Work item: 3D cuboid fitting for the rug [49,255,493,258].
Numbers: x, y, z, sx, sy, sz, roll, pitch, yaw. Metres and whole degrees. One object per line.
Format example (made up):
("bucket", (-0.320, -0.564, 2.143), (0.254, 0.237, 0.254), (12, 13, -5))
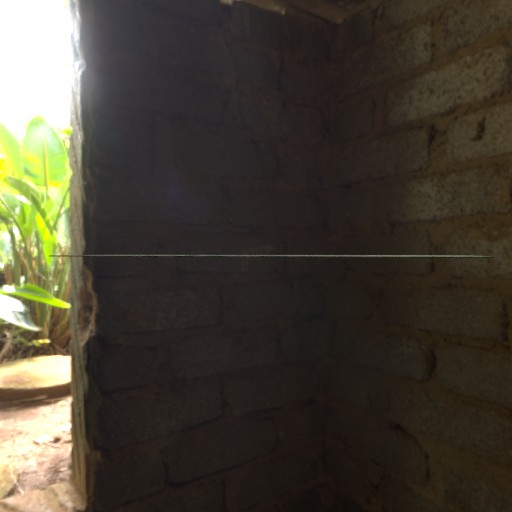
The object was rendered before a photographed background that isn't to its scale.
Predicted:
("rug", (0.000, 0.000, 2.674), (2.438, 0.006, 0.761), (0, 0, 20))
